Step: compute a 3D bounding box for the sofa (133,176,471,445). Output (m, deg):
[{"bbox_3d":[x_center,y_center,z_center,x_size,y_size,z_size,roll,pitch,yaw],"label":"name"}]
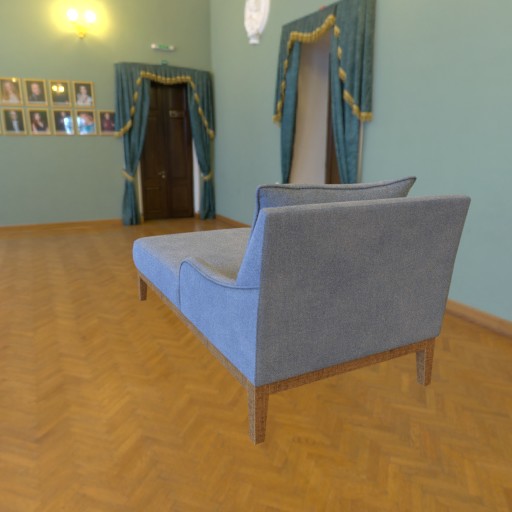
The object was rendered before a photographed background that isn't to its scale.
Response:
[{"bbox_3d":[0.000,0.000,2.300,0.904,0.883,1.779,-7,16,-27],"label":"sofa"}]
